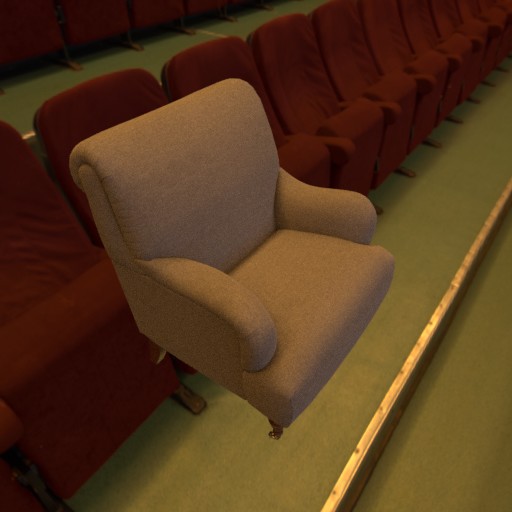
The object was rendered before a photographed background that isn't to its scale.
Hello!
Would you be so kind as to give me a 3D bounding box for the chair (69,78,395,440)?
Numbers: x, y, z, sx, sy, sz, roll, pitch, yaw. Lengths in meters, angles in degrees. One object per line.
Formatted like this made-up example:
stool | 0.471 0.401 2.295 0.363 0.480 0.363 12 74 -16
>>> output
chair | 0.000 0.000 1.566 0.843 0.942 0.766 25 46 27
